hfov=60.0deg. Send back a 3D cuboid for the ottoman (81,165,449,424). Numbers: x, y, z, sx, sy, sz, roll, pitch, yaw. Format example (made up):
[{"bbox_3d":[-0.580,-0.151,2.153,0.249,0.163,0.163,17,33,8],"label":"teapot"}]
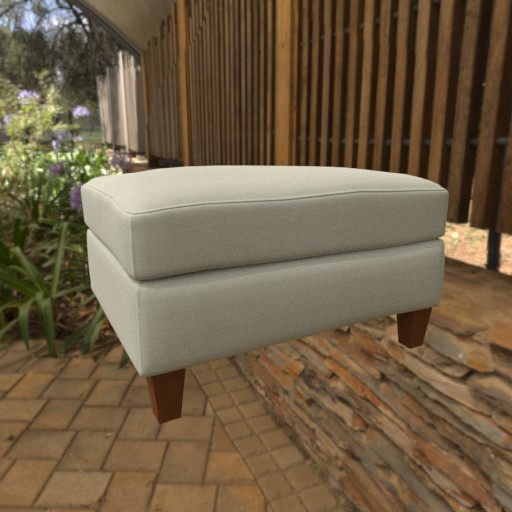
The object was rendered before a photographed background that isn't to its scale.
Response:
[{"bbox_3d":[0.000,0.000,1.228,0.818,0.496,0.634,-8,17,-27],"label":"ottoman"}]
